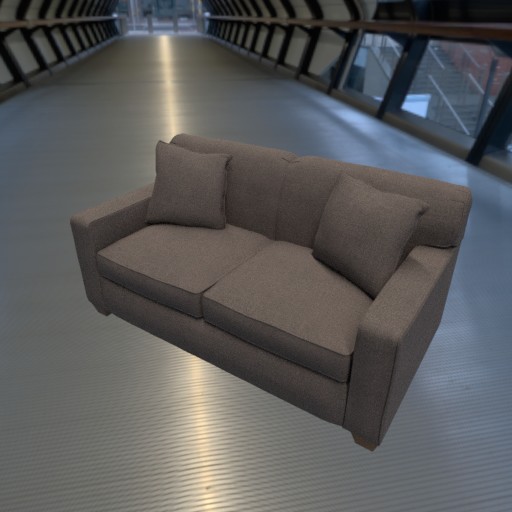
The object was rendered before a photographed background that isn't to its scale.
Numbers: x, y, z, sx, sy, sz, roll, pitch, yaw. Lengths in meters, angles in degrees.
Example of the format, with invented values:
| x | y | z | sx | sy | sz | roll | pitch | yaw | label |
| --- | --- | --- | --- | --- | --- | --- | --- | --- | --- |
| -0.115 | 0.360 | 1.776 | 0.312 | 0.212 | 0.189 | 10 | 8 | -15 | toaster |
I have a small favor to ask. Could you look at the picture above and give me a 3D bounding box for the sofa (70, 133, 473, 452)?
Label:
| x | y | z | sx | sy | sz | roll | pitch | yaw | label |
| --- | --- | --- | --- | --- | --- | --- | --- | --- | --- |
| 0.000 | 0.000 | 2.376 | 1.846 | 0.958 | 1.000 | 18 | 34 | 29 | sofa |
